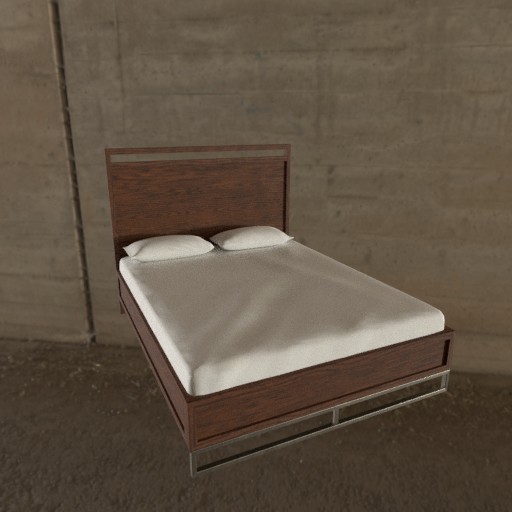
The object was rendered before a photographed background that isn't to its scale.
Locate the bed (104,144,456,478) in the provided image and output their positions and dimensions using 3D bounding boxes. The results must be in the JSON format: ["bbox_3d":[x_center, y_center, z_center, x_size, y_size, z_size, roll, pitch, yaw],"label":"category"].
[{"bbox_3d":[0.000,0.000,3.318,1.765,1.487,2.218,-8,19,-24],"label":"bed"}]
